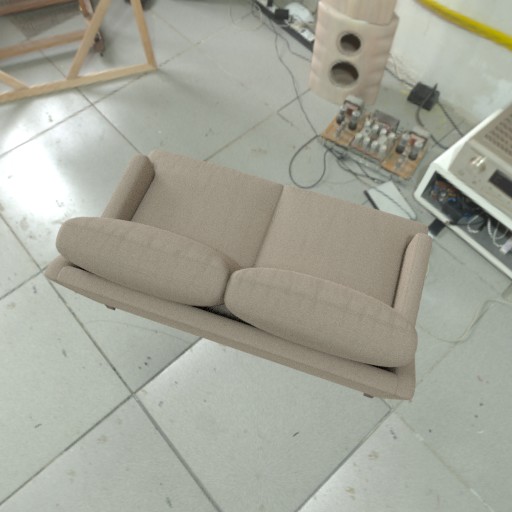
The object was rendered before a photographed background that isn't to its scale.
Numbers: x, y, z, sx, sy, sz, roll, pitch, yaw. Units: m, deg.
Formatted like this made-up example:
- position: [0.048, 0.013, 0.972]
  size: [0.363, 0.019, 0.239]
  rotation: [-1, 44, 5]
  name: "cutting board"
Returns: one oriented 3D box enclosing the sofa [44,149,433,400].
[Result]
- position: [0.000, 0.000, 2.206]
  size: [1.619, 0.910, 1.004]
  rotation: [17, 65, 8]
  name: "sofa"
